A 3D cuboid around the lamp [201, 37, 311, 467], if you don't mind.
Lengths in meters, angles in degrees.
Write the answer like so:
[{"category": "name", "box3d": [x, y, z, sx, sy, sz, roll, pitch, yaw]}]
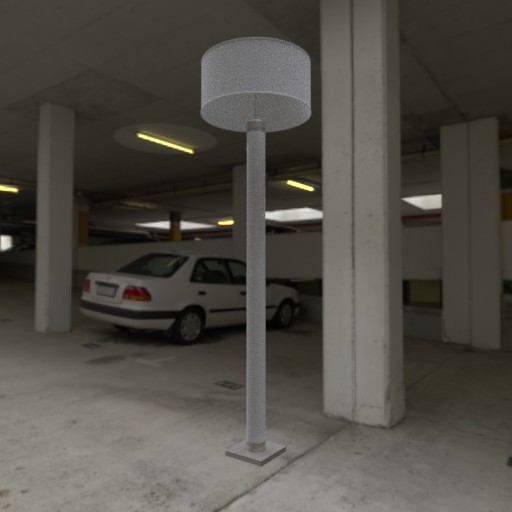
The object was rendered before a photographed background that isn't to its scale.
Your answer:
[{"category": "lamp", "box3d": [0.000, 0.000, 1.671, 0.420, 1.475, 0.420, -1, -2, 36]}]
